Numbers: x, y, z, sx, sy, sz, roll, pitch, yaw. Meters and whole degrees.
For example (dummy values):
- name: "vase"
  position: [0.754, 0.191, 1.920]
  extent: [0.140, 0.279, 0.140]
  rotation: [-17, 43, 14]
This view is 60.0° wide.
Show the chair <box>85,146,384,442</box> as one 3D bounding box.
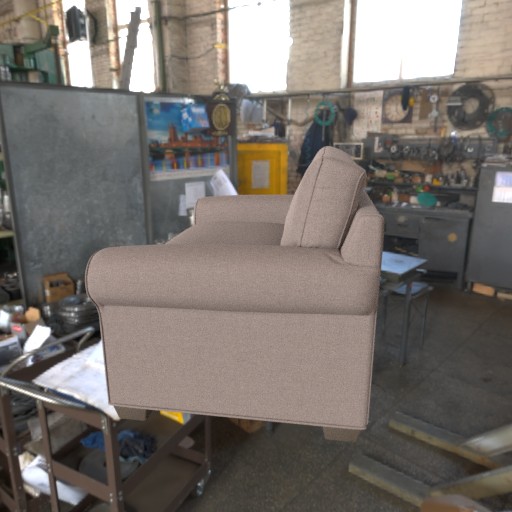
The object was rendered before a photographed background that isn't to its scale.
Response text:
- name: "chair"
  position: [0.000, 0.000, 1.987]
  extent: [0.930, 0.930, 1.390]
  rotation: [2, 16, 9]
